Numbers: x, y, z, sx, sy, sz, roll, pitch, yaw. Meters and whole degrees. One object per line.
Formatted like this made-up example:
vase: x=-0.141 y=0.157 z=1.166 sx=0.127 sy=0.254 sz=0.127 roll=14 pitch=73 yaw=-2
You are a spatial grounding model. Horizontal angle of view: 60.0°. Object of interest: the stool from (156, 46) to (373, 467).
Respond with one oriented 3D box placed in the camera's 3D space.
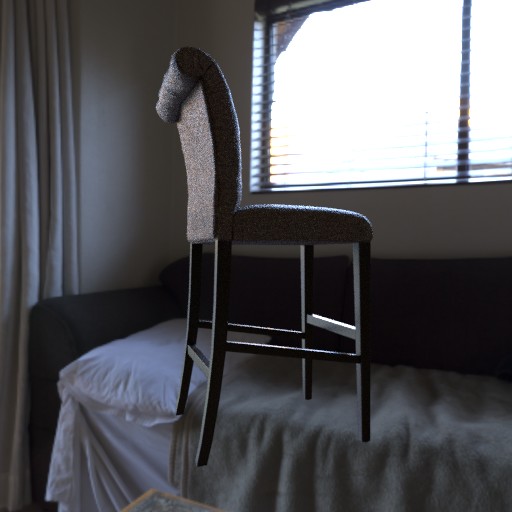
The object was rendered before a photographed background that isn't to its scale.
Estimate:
stool: x=0.000 y=0.000 z=1.457 sx=0.613 sy=1.131 sz=0.452 roll=0 pitch=0 yaw=-18
